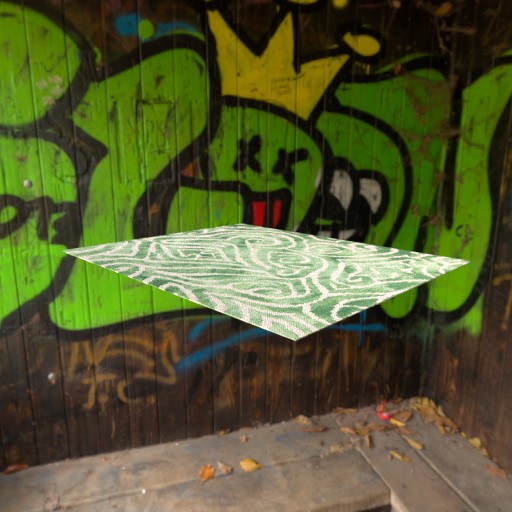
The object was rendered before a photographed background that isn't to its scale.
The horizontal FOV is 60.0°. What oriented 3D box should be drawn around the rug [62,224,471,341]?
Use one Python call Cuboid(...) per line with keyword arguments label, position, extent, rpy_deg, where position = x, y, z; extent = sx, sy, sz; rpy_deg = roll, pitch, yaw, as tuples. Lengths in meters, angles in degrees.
Cuboid(label="rug", position=(0.000, 0.000, 4.198), extent=(2.436, 0.007, 3.045), rpy_deg=(-13, 18, -43))
